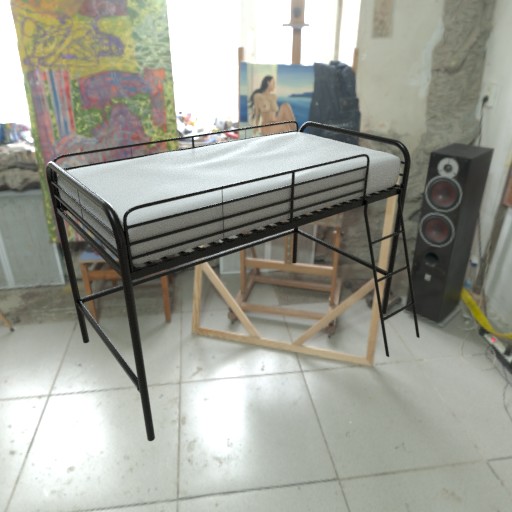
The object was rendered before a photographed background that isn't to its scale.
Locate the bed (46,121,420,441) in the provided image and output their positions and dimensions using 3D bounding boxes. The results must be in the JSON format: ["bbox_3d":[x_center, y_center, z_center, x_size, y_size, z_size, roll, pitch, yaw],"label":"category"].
[{"bbox_3d":[0.000,0.000,2.818,1.968,1.289,1.393,-19,33,-33],"label":"bed"}]
